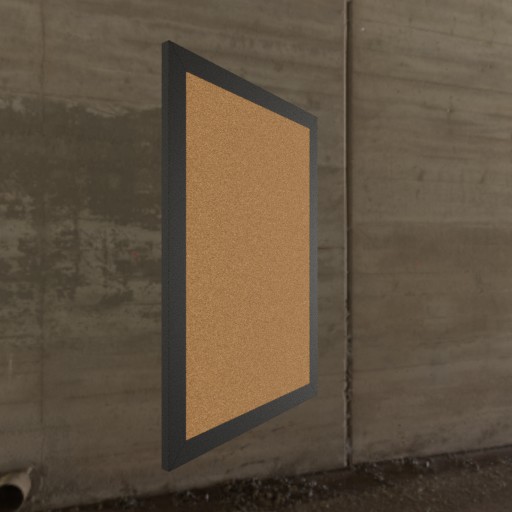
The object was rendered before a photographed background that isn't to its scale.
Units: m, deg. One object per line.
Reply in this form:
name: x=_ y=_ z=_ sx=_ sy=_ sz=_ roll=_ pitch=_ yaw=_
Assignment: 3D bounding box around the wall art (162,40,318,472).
wall art: x=0.000 y=0.000 z=0.605 sx=0.011 sy=0.459 sz=0.326 roll=0 pitch=0 yaw=37
